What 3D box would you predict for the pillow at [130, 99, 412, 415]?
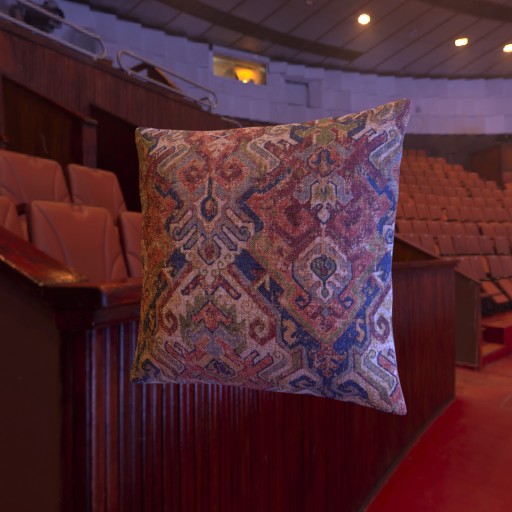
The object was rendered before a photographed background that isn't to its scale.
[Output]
[{"bbox_3d":[0.000,0.000,0.794,0.523,0.506,0.166,0,1,19],"label":"pillow"}]
